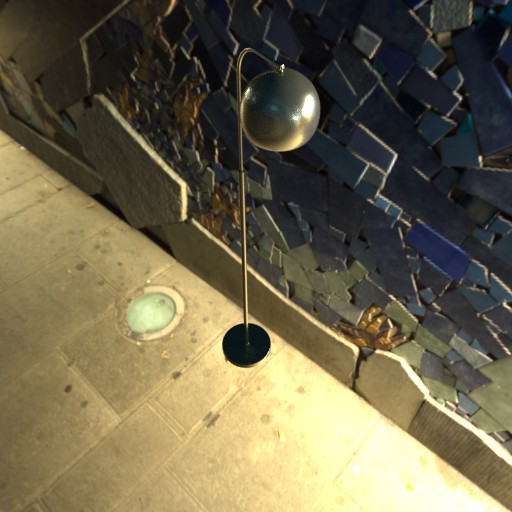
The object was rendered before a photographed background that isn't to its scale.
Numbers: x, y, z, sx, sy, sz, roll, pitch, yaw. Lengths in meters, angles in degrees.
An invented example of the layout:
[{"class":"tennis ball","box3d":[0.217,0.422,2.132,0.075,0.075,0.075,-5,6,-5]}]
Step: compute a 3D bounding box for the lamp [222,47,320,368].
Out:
[{"class":"lamp","box3d":[0.000,0.000,1.669,0.250,1.526,0.431,-25,52,-21]}]
